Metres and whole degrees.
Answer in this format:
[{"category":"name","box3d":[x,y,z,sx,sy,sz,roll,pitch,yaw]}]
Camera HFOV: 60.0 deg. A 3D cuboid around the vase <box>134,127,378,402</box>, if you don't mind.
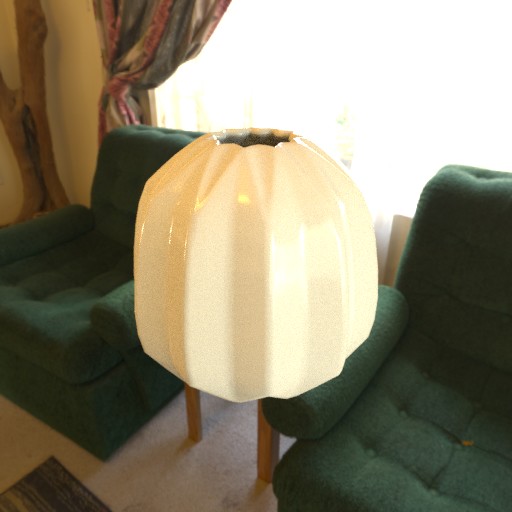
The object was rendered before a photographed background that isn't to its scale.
[{"category":"vase","box3d":[0.000,0.000,0.251,0.139,0.134,0.139,0,26,0]}]
